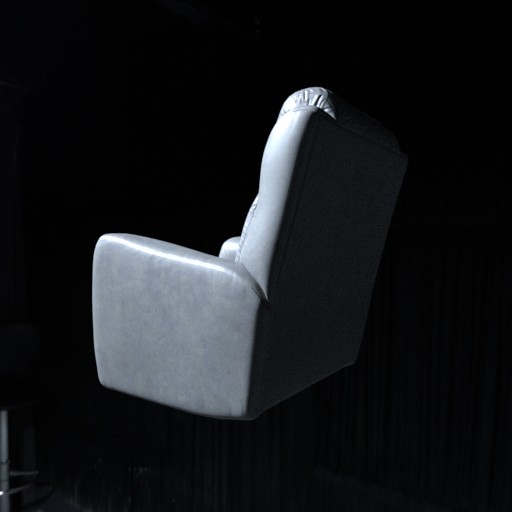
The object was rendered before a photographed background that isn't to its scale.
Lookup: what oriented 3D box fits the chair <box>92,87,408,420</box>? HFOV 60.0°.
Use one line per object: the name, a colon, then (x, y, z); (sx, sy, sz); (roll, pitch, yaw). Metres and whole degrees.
chair: (0.000, 0.000, 1.918); (1.068, 1.116, 0.967); (1, 3, 36)
